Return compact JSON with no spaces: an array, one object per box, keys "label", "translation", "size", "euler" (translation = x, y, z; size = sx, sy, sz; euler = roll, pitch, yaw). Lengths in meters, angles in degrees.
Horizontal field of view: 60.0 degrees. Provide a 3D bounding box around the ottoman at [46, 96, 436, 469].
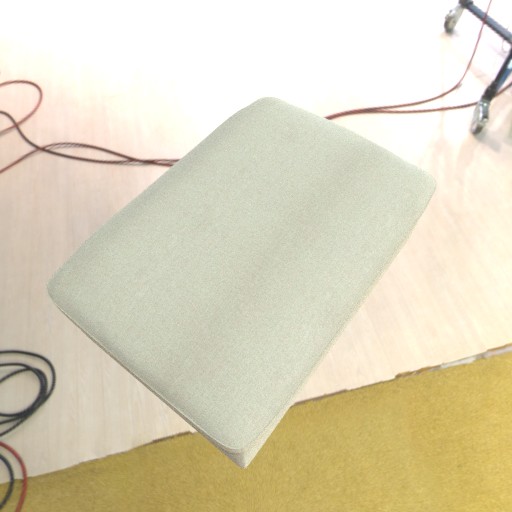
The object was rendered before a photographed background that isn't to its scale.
[{"label":"ottoman","translation":[0.000,0.000,1.348],"size":[0.686,0.453,0.984],"euler":[33,63,19]}]
